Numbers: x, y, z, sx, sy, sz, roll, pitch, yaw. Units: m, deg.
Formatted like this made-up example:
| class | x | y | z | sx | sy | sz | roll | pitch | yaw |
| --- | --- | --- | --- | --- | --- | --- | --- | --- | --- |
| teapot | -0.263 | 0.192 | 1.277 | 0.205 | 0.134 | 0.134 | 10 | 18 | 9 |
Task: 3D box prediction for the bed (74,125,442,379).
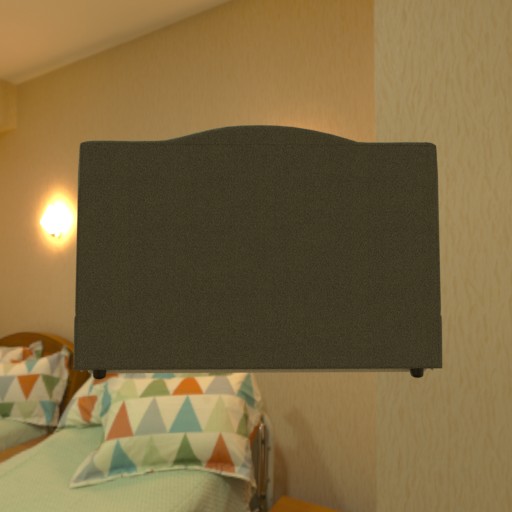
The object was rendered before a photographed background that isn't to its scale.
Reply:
| class | x | y | z | sx | sy | sz | roll | pitch | yaw |
| --- | --- | --- | --- | --- | --- | --- | --- | --- | --- |
| bed | 0.000 | 0.000 | 3.850 | 2.161 | 1.457 | 2.689 | 0 | -1 | -1 |
